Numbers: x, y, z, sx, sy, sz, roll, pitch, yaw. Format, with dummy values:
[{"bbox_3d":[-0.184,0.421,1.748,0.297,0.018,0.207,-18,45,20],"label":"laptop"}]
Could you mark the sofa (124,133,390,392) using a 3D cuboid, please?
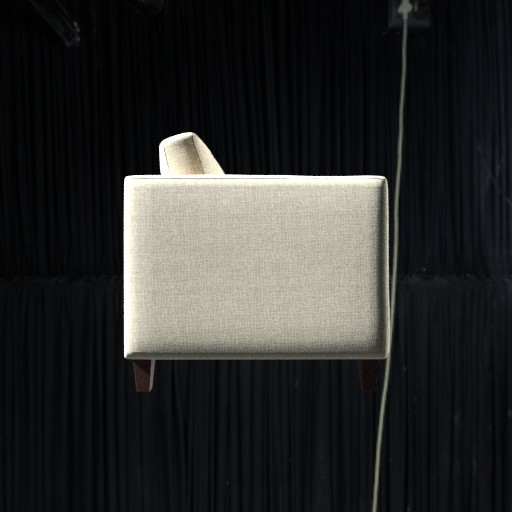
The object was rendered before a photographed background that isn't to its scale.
[{"bbox_3d":[0.000,0.000,2.442,0.950,0.963,1.884,0,0,0],"label":"sofa"}]
